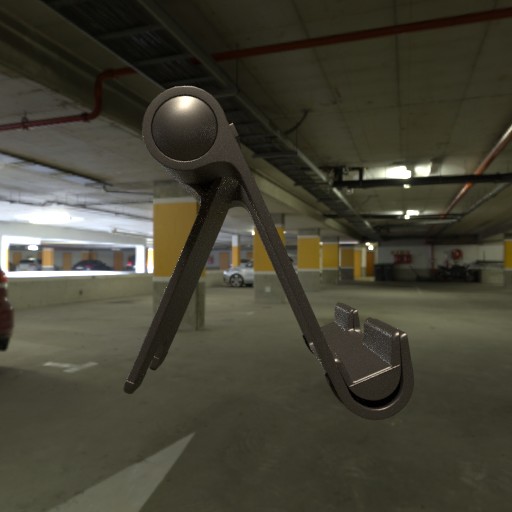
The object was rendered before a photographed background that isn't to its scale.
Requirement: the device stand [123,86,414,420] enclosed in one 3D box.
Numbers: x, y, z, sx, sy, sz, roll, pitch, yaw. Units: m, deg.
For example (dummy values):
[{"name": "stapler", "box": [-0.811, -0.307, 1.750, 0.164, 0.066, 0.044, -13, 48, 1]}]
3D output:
[{"name": "device stand", "box": [0.000, 0.000, 0.152, 0.079, 0.084, 0.088, 0, -1, 1]}]
